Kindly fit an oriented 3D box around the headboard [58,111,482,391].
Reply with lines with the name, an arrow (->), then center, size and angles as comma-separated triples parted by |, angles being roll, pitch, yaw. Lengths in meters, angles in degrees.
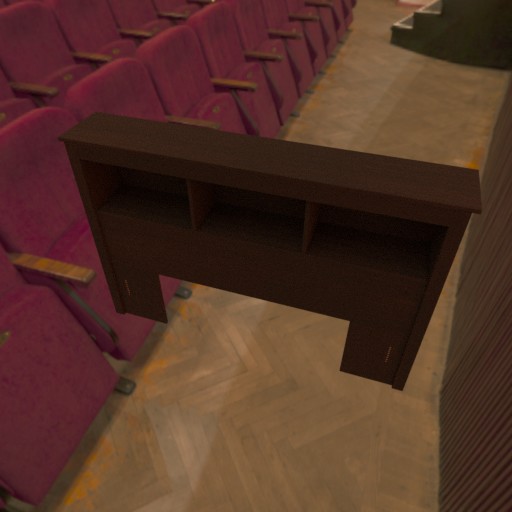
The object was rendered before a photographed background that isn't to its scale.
headboard -> 0.000, 0.000, 2.123 | 1.671, 1.092, 0.279 | 12, 43, 14
